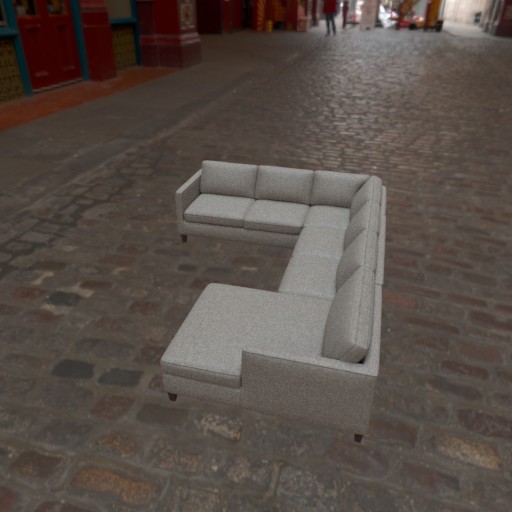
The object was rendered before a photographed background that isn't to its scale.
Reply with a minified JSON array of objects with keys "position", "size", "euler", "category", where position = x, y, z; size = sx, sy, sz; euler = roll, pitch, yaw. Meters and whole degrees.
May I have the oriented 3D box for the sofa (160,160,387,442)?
[{"position":[0.000,0.000,4.611],"size":[2.551,0.889,3.403],"euler":[8,32,13],"category":"sofa"}]
